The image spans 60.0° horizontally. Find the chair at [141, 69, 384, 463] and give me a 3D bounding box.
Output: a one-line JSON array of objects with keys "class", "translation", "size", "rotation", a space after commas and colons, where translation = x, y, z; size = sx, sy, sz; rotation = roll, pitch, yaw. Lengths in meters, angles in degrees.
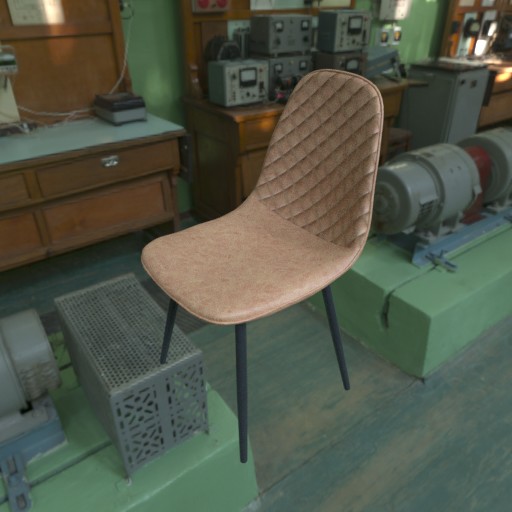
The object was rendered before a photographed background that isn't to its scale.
[{"class": "chair", "translation": [0.000, 0.000, 1.206], "size": [0.561, 0.889, 0.472], "rotation": [-22, 38, -32]}]
